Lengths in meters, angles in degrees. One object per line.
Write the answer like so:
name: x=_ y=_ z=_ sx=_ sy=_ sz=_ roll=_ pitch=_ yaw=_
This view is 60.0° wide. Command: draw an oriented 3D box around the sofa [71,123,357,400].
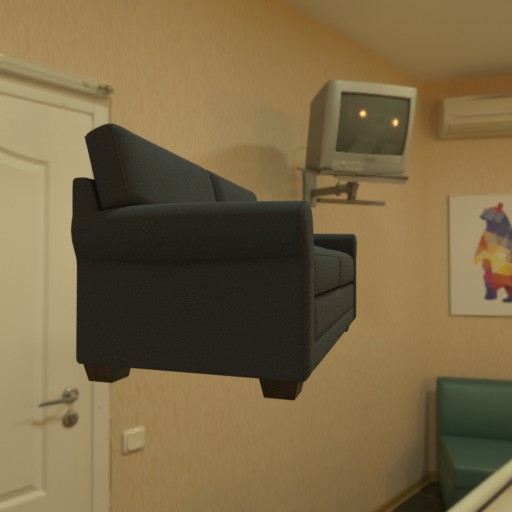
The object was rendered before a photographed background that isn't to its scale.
sofa: x=0.000 y=0.000 z=2.461 sx=0.940 sy=1.020 sz=1.930 roll=0 pitch=-1 yaw=18
